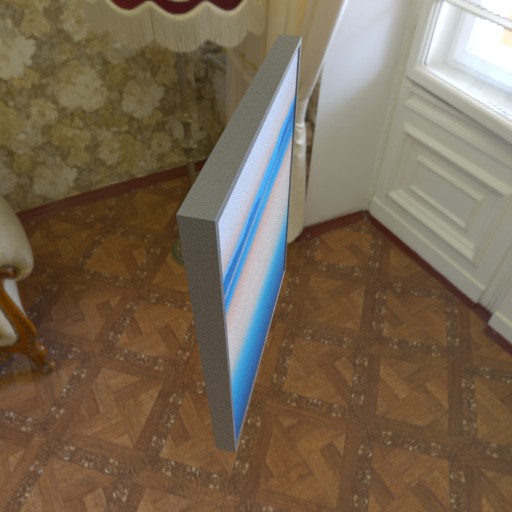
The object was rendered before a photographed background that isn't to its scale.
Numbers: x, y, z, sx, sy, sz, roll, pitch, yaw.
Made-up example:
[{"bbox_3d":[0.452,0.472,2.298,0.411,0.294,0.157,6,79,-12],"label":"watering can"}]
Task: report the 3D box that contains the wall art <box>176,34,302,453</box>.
[{"bbox_3d":[0.000,0.000,0.751,0.037,0.554,0.453,10,47,10],"label":"wall art"}]
